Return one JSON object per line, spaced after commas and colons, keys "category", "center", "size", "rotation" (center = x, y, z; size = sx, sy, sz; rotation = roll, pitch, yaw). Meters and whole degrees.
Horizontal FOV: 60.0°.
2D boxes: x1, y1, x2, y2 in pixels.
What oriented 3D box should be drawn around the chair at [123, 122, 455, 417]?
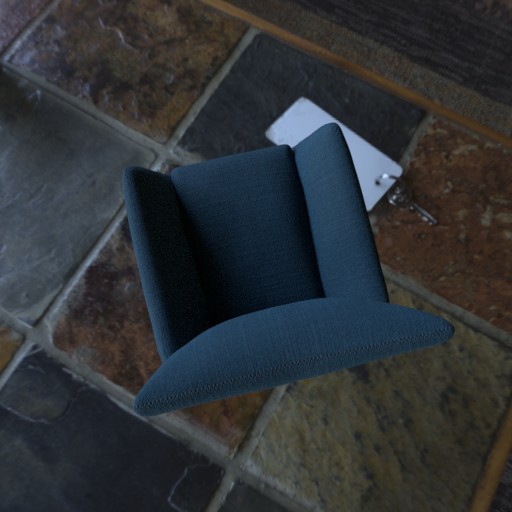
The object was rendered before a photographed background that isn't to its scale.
{"category": "chair", "center": [0.000, 0.000, 1.380], "size": [0.678, 0.859, 0.769], "rotation": [-13, 76, -3]}
